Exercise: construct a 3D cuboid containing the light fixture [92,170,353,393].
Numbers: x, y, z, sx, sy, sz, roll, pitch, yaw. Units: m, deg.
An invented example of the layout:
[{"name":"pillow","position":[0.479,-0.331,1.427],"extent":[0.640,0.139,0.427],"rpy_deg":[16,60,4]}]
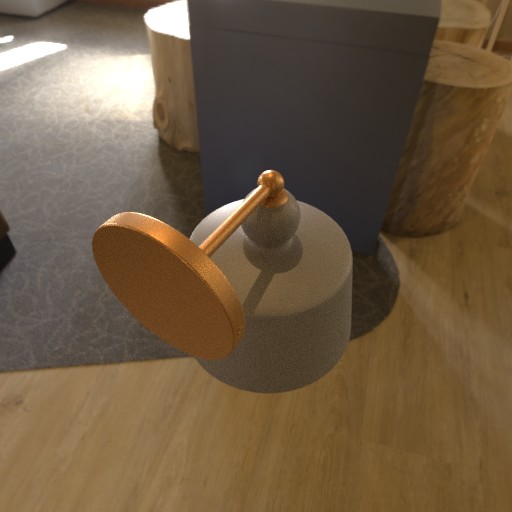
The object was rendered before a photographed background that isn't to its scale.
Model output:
[{"name":"light fixture","position":[0.000,0.000,0.435],"extent":[0.204,0.268,0.254],"rpy_deg":[24,51,21]}]
